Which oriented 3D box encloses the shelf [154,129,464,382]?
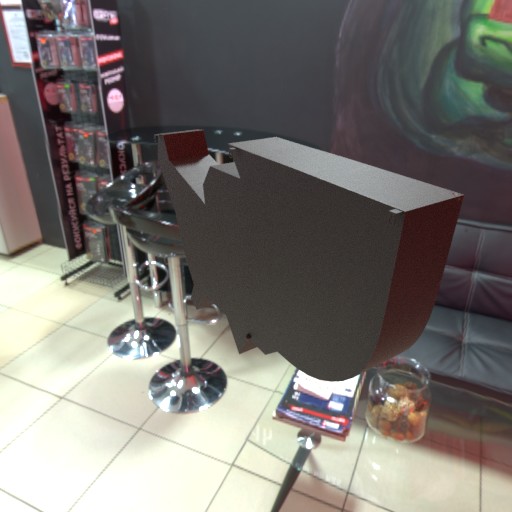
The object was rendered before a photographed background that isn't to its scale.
[{"bbox_3d":[0.000,0.000,0.865,0.112,0.439,0.729,-16,31,-29],"label":"shelf"}]
